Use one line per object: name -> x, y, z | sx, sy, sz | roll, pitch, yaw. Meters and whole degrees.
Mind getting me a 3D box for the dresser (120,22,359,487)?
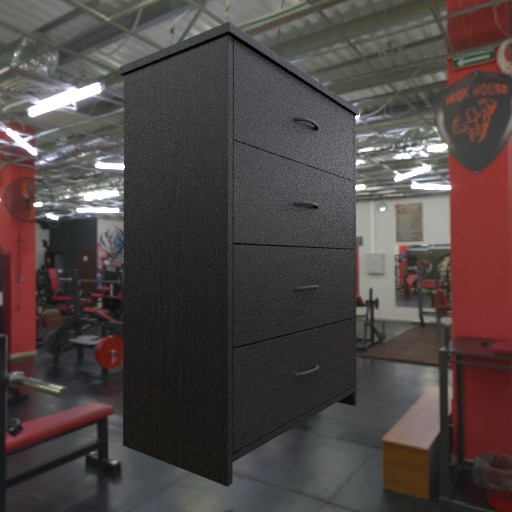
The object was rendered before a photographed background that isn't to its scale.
dresser -> 0.000, 0.000, 1.359 | 0.399, 1.020, 0.704 | 0, -1, 36
